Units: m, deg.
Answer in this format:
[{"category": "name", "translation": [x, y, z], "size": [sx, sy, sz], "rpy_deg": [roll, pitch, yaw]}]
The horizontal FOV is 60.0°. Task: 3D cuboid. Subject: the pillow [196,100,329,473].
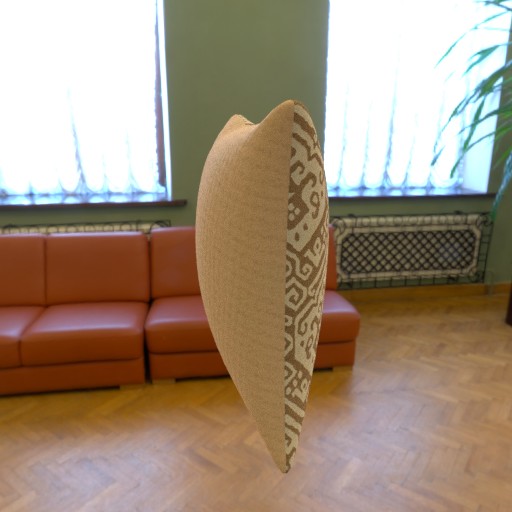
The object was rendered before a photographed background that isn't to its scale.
[{"category": "pillow", "translation": [0.000, 0.000, 0.647], "size": [0.173, 0.407, 0.419], "rpy_deg": [-3, 16, -9]}]
